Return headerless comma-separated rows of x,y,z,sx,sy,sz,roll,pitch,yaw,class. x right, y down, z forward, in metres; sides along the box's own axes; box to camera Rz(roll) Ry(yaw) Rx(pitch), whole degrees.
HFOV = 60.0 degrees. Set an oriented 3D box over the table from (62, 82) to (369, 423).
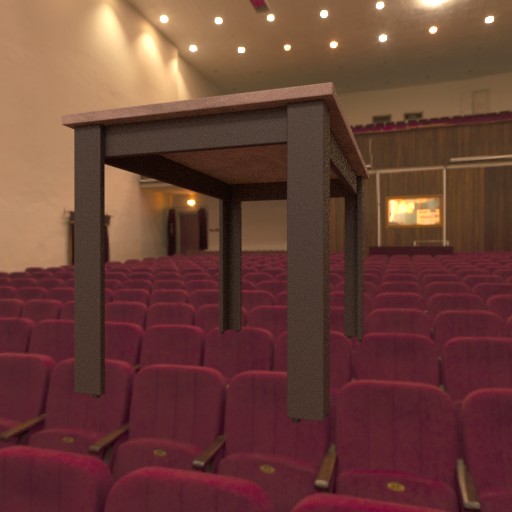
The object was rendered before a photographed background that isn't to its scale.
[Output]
0.000,0.000,1.563,0.700,0.734,1.100,0,0,18,table
